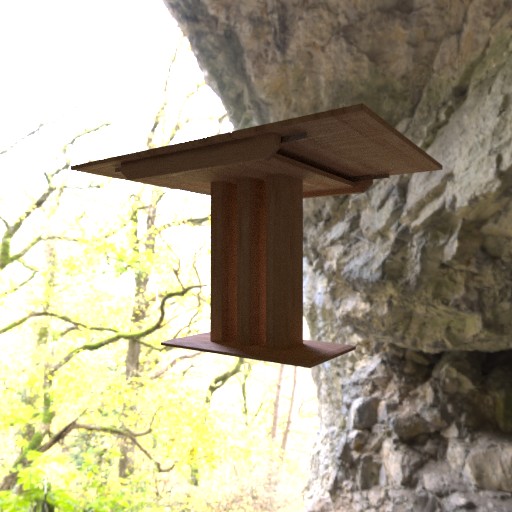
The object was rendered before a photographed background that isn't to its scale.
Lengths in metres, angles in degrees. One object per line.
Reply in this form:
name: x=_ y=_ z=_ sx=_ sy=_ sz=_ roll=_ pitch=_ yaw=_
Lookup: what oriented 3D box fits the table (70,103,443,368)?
table: x=0.000 y=0.000 z=1.877 sx=1.300 sy=0.770 sz=0.900 roll=-1 pitch=-1 yaw=35
